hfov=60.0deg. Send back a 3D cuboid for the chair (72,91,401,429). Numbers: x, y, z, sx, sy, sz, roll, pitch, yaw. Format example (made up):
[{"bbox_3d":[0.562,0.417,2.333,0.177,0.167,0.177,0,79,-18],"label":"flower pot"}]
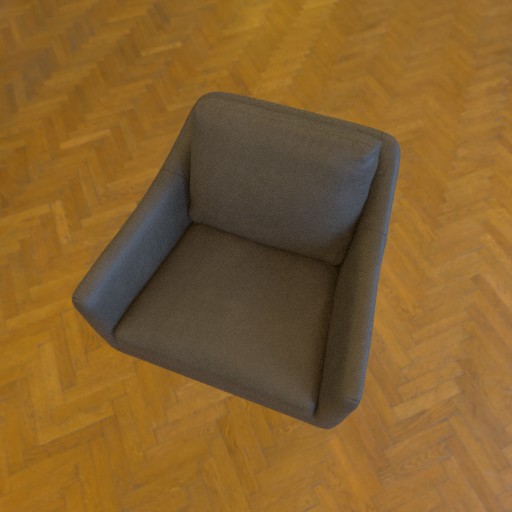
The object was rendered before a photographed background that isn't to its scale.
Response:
[{"bbox_3d":[0.000,0.000,1.727,0.988,0.901,0.961,18,60,11],"label":"chair"}]
